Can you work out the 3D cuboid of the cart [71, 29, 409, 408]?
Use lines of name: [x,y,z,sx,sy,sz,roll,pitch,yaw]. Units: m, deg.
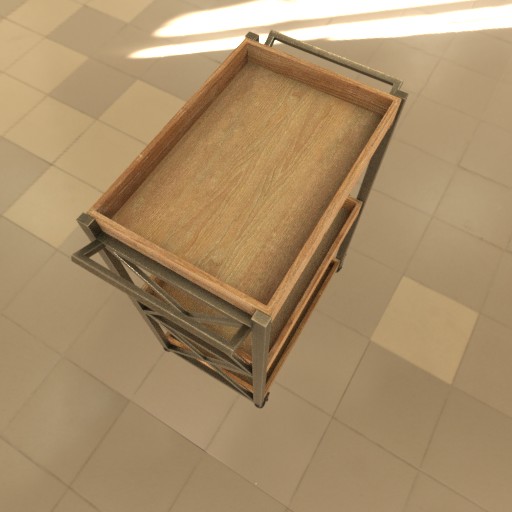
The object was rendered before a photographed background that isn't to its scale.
cart: [0.000,0.000,1.180,0.377,0.835,0.673,28,66,13]
